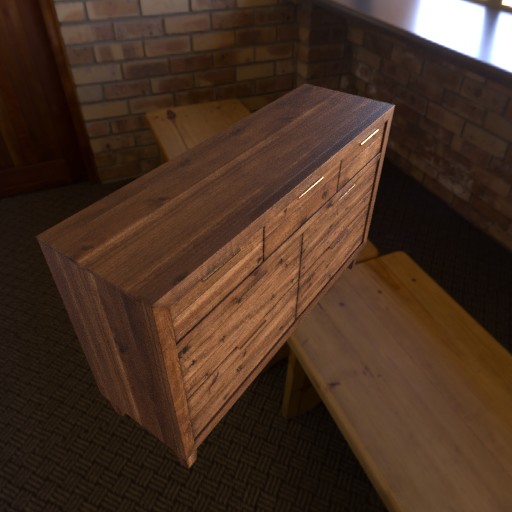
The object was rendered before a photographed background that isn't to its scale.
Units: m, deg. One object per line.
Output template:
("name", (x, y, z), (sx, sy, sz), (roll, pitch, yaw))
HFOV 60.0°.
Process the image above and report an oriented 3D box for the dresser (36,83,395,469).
("dresser", (0.000, 0.000, 1.793), (0.438, 0.892, 1.387), (25, 47, 26))
